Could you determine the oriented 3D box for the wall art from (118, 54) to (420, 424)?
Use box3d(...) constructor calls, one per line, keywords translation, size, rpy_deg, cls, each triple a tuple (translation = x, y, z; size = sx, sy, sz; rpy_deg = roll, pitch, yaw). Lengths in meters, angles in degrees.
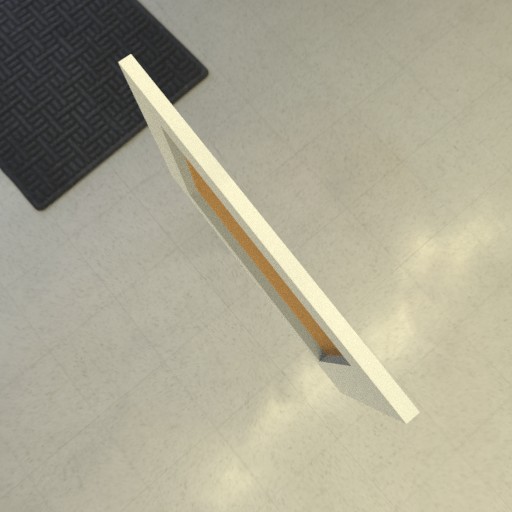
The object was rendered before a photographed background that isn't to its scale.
box3d(translation=(0.000, 0.000, 1.156), size=(0.033, 0.617, 0.906), rpy_deg=(-37, 80, -7), cls="wall art")
